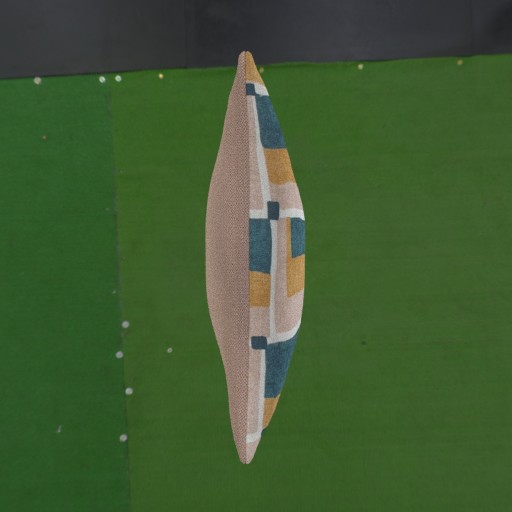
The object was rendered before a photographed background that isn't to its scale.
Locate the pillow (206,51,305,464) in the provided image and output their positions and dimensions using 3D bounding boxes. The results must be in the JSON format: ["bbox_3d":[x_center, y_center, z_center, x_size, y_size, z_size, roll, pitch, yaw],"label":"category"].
[{"bbox_3d":[0.000,0.000,0.743,0.158,0.479,0.478,0,91,0],"label":"pillow"}]
